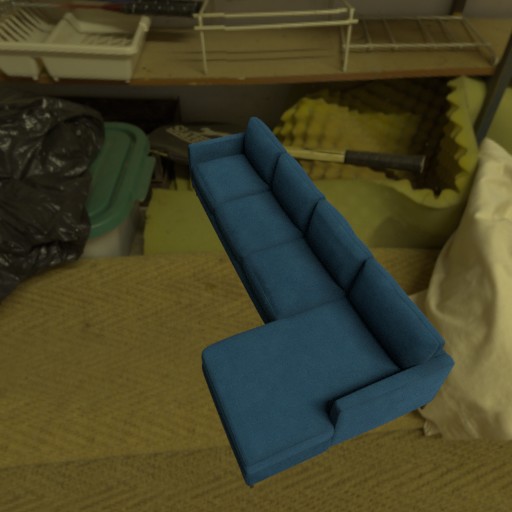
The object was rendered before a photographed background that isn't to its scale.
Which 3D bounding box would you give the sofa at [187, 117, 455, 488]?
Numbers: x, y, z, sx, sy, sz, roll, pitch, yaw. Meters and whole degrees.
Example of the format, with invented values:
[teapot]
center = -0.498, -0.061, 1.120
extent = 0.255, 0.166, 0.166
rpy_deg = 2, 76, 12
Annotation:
[sofa]
center = 0.000, 0.000, 3.469
extent = 1.350, 0.810, 2.932
rpy_deg = -17, 48, -16
